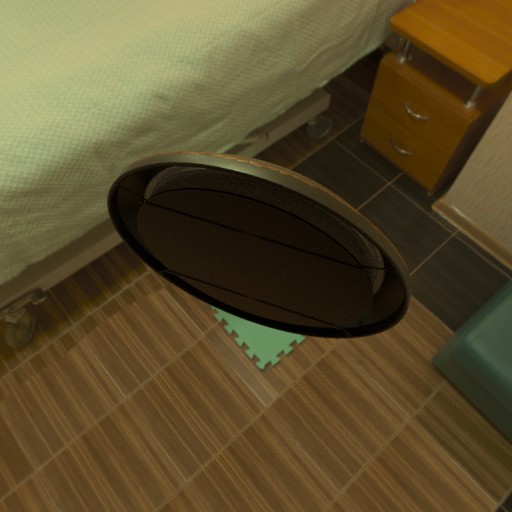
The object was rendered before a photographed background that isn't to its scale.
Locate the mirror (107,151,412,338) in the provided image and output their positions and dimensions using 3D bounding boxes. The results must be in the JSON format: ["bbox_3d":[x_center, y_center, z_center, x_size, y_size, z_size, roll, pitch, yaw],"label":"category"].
[{"bbox_3d":[0.000,0.000,1.338,0.907,0.907,0.111,18,63,9],"label":"mirror"}]
